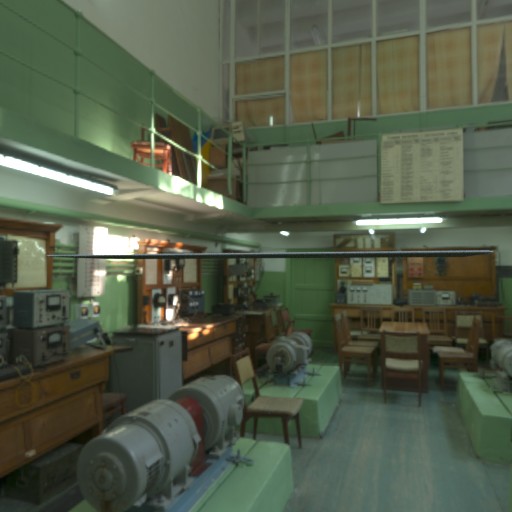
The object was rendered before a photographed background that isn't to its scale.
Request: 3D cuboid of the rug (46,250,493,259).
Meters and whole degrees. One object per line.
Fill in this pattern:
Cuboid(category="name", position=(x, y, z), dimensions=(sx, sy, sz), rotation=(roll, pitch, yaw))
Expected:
Cuboid(category="rug", position=(0.000, 0.000, 2.418), dimensions=(2.196, 0.011, 0.662), rotation=(0, -2, 16))
